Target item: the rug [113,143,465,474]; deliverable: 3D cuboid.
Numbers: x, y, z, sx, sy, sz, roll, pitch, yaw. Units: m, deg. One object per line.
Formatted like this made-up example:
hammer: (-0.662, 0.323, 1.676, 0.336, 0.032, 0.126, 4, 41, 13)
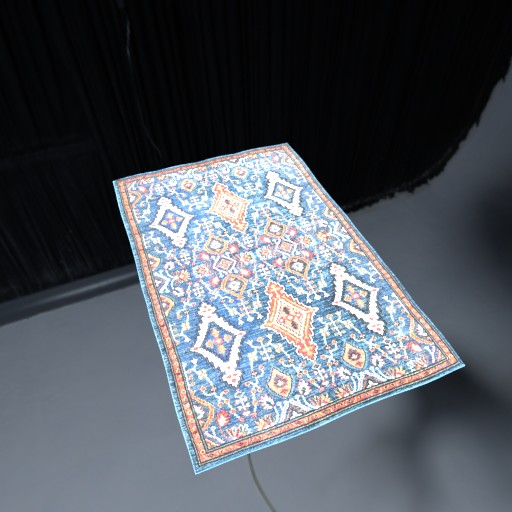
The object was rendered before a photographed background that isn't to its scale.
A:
rug: (0.000, 0.000, 2.311, 1.195, 0.014, 1.847, -16, 49, -15)
